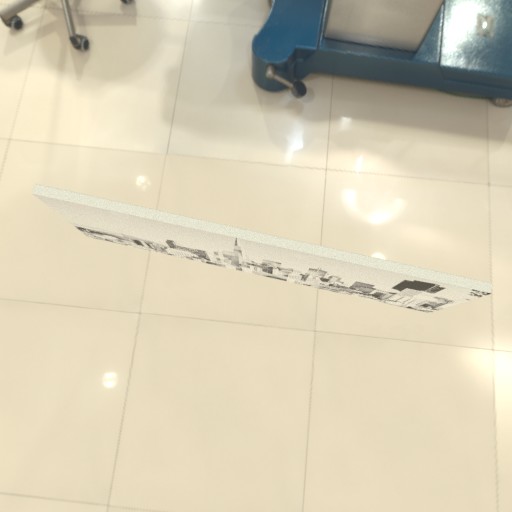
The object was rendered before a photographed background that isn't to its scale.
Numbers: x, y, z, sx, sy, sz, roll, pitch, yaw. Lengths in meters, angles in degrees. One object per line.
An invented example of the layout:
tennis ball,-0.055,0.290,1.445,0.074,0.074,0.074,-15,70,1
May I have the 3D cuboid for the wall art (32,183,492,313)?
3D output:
wall art,0.000,0.000,1.681,1.520,0.507,0.039,12,76,3
